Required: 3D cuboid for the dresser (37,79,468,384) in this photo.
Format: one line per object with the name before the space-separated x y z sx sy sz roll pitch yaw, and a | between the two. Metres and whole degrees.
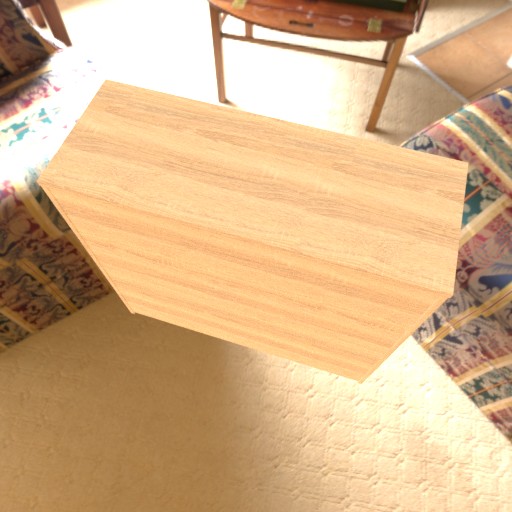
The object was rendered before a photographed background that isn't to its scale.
dresser | 0.000 0.000 1.473 0.980 0.900 0.380 16 63 8
